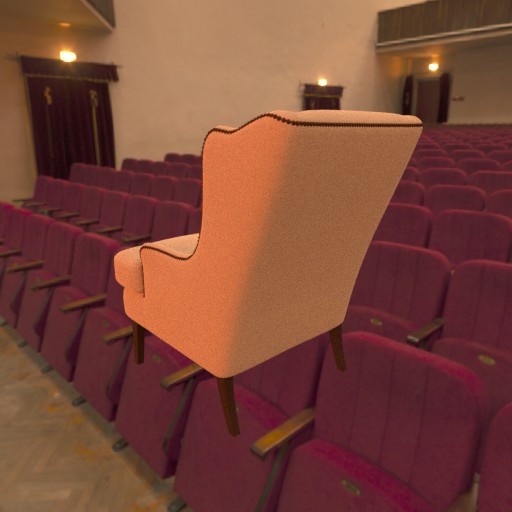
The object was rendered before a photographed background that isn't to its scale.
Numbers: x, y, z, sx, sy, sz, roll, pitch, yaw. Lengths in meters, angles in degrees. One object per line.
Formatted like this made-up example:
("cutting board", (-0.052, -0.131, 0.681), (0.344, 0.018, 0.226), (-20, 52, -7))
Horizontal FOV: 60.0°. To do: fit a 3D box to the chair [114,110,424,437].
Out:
("chair", (0.000, 0.000, 1.687), (0.737, 1.029, 0.940), (-14, 21, -41))
